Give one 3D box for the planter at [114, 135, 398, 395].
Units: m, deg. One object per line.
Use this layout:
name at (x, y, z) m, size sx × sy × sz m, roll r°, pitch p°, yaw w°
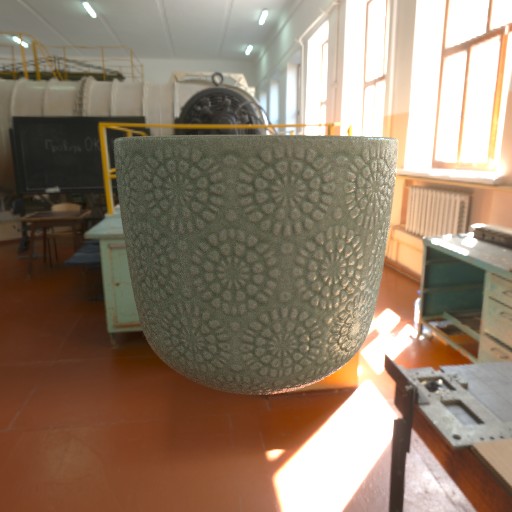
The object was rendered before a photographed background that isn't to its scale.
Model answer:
planter at (0.000, 0.000, 0.214) m, size 0.124 × 0.109 × 0.124 m, roll 0°, pitch 13°, yaw 0°
